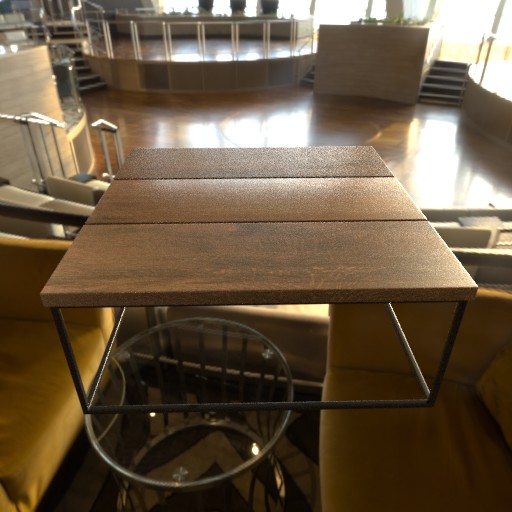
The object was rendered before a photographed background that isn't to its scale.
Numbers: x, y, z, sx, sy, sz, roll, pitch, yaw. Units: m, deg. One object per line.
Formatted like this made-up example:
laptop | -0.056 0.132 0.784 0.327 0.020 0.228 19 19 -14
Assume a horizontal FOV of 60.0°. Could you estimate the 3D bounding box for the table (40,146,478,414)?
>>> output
table | 0.000 0.000 1.395 0.900 0.400 0.900 -1 32 -1
